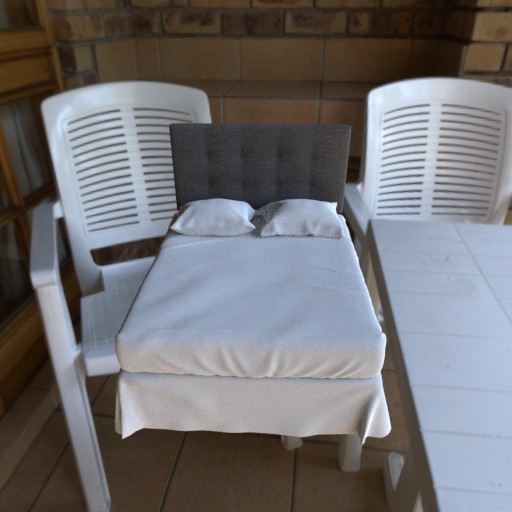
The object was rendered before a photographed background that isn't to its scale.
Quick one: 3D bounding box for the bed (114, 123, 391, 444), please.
[{"bbox_3d":[0.000,0.000,3.475,1.936,1.577,2.222,1,30,2],"label":"bed"}]
